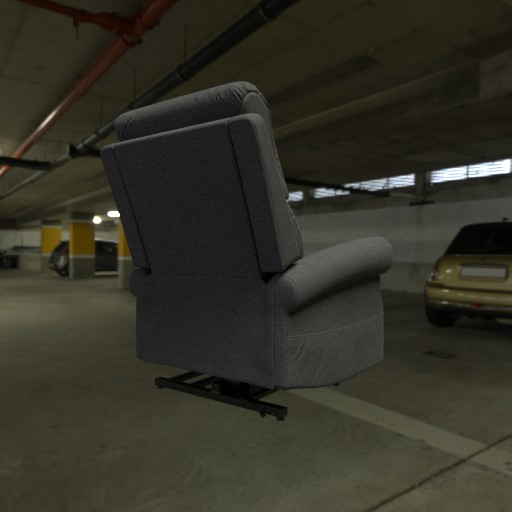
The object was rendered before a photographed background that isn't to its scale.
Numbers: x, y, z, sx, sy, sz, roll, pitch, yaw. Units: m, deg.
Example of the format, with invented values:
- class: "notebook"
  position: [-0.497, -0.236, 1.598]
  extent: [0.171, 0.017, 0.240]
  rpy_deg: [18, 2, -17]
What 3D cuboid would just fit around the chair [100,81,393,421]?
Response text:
- class: "chair"
  position: [0.000, 0.000, 1.772]
  extent: [0.871, 1.031, 0.979]
  rpy_deg: [1, 1, 36]
